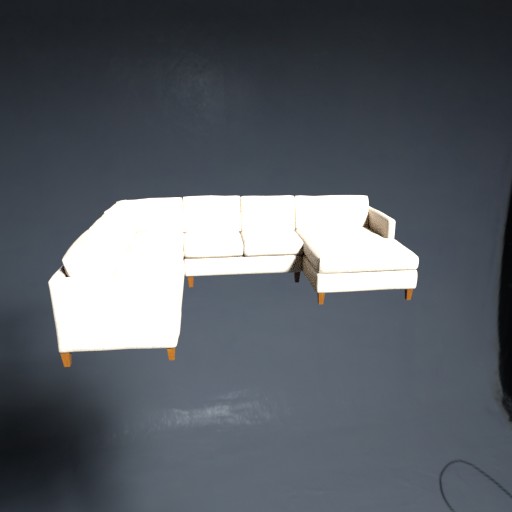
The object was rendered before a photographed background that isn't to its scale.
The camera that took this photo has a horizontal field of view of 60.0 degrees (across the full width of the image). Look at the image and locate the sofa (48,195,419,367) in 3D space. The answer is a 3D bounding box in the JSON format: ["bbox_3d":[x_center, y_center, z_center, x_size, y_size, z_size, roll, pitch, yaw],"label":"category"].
[{"bbox_3d":[0.000,0.000,4.760,3.460,0.961,2.594,-2,18,-7],"label":"sofa"}]
